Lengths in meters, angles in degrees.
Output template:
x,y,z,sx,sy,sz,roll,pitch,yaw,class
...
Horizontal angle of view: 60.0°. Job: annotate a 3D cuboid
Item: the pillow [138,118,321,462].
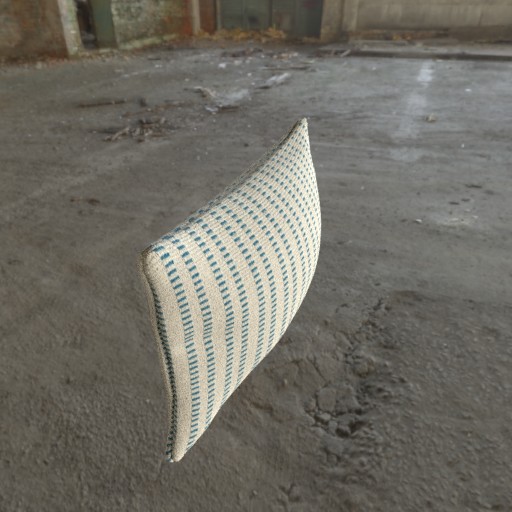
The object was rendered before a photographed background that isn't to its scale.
x,y,z,sx,sy,sz,roll,pitch,yaw,class
0.000,0.000,0.803,0.210,0.353,0.640,11,32,18,pillow
